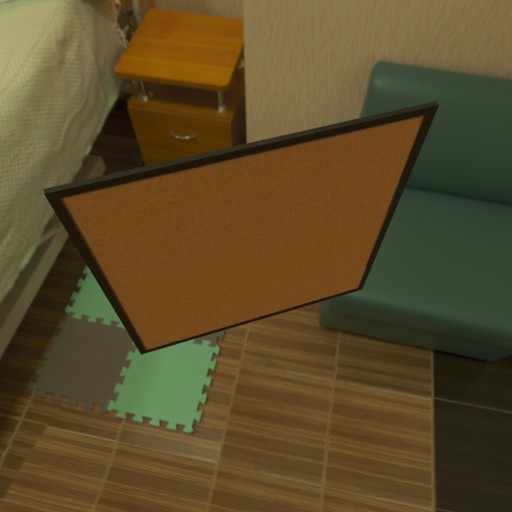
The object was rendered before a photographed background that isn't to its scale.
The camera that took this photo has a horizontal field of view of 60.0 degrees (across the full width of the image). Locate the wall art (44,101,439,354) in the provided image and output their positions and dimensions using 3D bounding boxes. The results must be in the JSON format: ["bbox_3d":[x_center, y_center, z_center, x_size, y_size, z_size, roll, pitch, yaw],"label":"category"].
[{"bbox_3d":[0.000,0.000,1.233,0.823,0.823,0.013,-15,58,-10],"label":"wall art"}]
